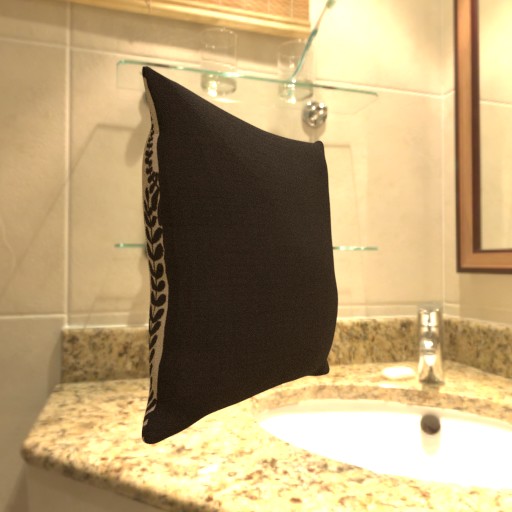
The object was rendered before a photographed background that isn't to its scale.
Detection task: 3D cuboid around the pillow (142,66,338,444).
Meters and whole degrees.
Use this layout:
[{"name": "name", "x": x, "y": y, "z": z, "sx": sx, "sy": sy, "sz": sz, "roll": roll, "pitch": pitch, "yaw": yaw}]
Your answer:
[{"name": "pillow", "x": 0.000, "y": 0.000, "z": 0.674, "sx": 0.182, "sy": 0.441, "sz": 0.440, "roll": -1, "pitch": -1, "yaw": 36}]
